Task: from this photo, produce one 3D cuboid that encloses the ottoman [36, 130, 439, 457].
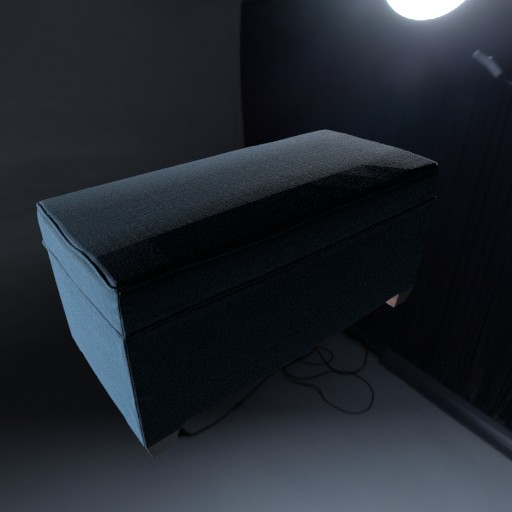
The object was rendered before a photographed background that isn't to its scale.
[{"bbox_3d":[0.000,0.000,1.194,0.943,0.474,0.474,-22,38,-32],"label":"ottoman"}]
